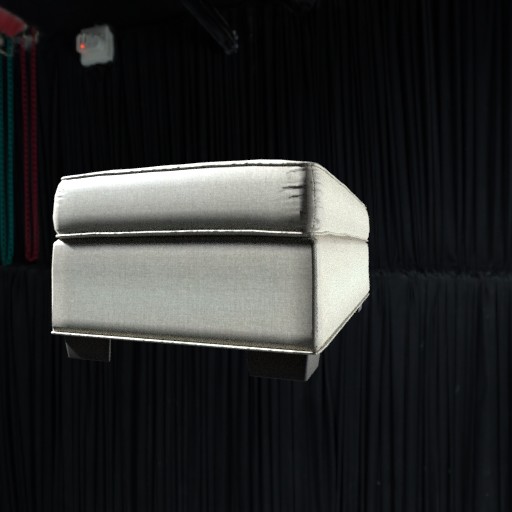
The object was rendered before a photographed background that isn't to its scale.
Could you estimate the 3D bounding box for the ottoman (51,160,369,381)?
[{"bbox_3d":[0.000,0.000,1.407,0.617,0.448,1.097,0,1,19],"label":"ottoman"}]
